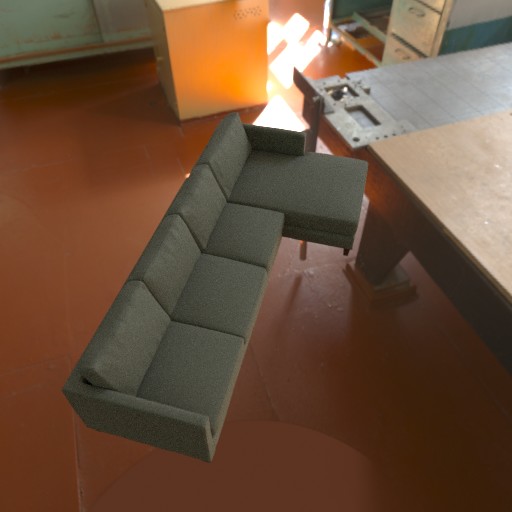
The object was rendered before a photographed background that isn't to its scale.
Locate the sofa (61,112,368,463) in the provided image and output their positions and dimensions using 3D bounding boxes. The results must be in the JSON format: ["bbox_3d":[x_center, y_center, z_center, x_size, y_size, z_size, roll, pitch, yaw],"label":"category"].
[{"bbox_3d":[0.000,0.000,3.752,1.625,0.861,3.186,11,49,10],"label":"sofa"}]
